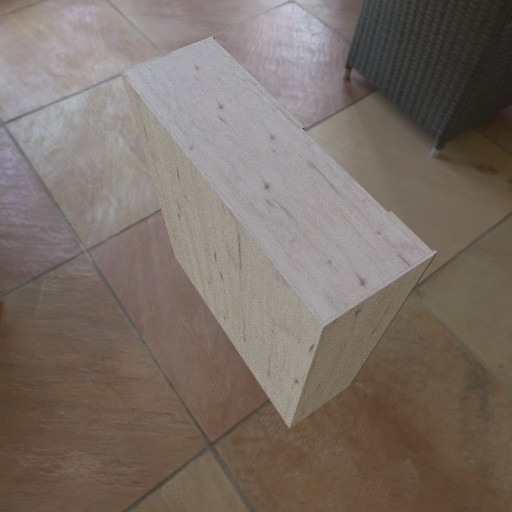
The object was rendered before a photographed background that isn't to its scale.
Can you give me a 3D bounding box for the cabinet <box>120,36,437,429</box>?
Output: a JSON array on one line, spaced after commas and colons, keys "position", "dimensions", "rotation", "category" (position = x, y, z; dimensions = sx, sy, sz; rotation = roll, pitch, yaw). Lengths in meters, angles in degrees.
[{"position": [0.000, 0.000, 3.289], "dimensions": [0.660, 2.180, 2.000], "rotation": [-29, 63, -17], "category": "cabinet"}]
